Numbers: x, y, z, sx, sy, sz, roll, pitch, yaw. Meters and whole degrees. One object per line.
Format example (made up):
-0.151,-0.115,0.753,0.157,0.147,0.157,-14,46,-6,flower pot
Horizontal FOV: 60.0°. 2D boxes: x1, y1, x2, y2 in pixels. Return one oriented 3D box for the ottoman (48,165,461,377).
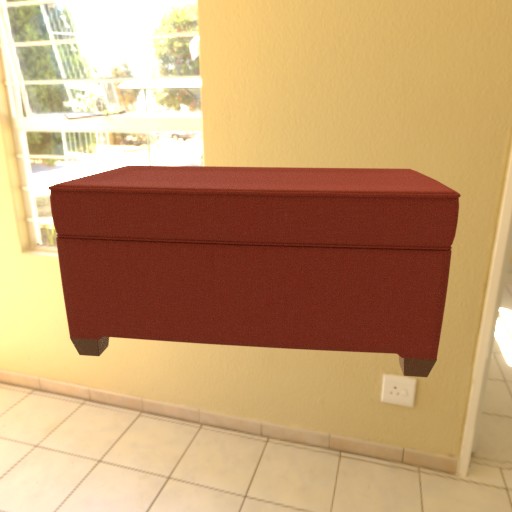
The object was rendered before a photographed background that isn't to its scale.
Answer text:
0.000,0.000,1.261,0.948,0.454,0.497,2,17,7,ottoman
